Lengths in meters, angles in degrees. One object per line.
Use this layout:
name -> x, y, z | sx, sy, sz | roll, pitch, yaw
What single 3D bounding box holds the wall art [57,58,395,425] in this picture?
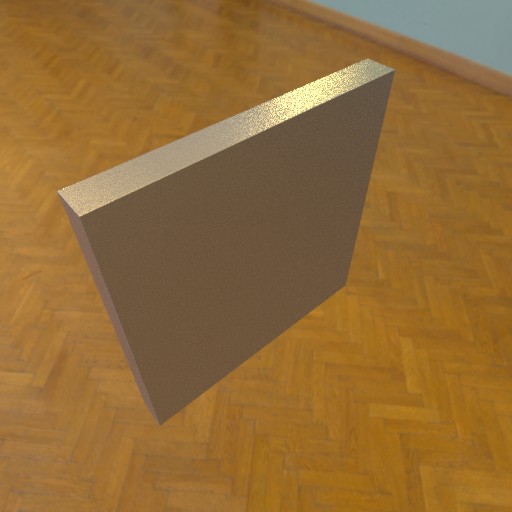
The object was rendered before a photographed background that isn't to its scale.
wall art -> 0.000, 0.000, 0.518 | 0.350, 0.350, 0.038 | -32, 55, -27
